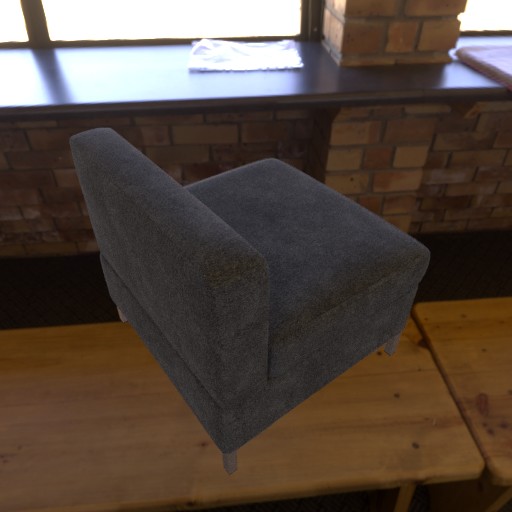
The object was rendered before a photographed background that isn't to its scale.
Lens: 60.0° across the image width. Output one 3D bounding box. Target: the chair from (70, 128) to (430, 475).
[{"bbox_3d":[0.000,0.000,1.226,0.680,0.660,0.680,-26,46,-28],"label":"chair"}]
